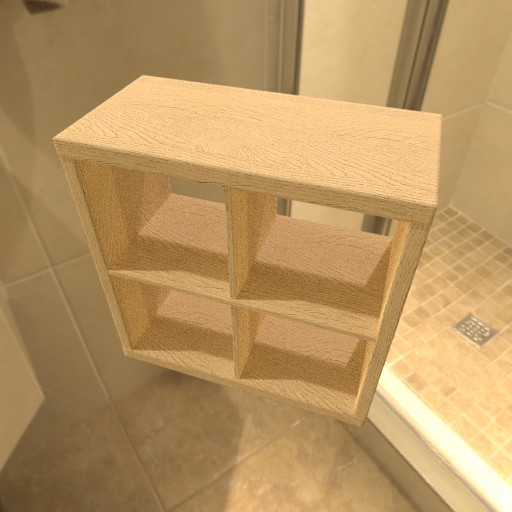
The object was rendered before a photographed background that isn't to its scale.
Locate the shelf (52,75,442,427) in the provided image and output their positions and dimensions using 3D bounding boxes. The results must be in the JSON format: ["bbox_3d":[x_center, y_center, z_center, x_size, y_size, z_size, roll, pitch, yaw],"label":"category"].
[{"bbox_3d":[0.000,0.000,1.257,0.790,0.786,0.390,13,44,14],"label":"shelf"}]
